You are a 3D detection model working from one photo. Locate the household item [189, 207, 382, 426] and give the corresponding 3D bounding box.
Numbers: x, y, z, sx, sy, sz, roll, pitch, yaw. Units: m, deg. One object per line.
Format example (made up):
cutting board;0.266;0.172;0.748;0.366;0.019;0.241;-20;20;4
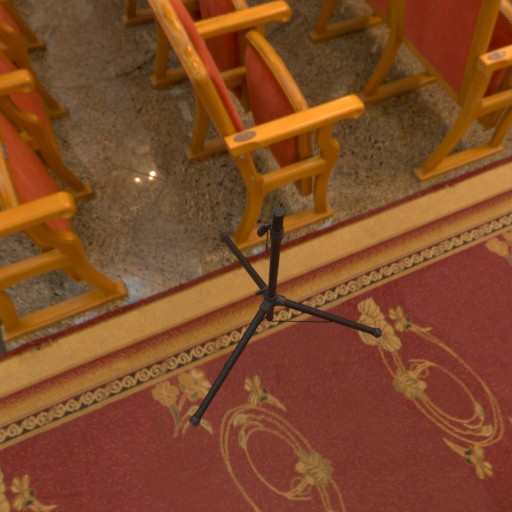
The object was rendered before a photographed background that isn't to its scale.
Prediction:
household item;0.000;0.000;1.847;1.045;1.136;0.907;-21;66;-10
